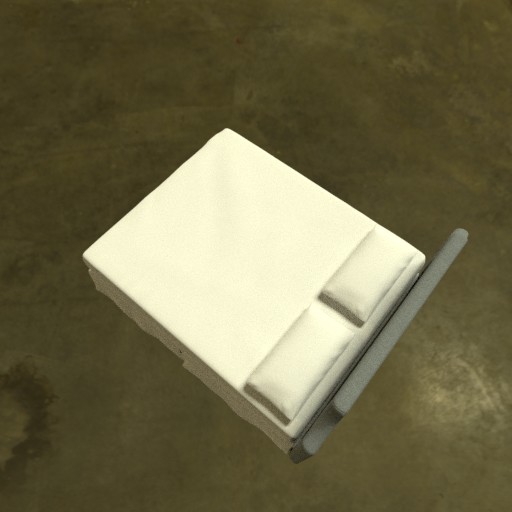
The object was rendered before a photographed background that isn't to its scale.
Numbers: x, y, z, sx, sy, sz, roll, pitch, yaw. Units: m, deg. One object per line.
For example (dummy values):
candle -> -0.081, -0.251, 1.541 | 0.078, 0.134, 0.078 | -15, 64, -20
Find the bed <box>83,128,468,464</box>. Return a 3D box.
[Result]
bed -> 0.000, 0.000, 3.347 | 2.259, 1.296, 1.811 | 36, 68, 17
